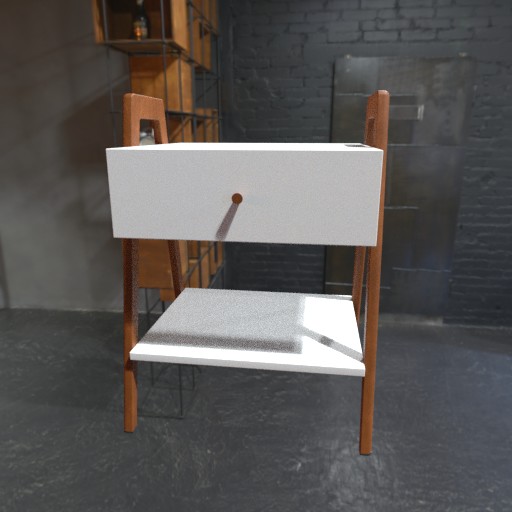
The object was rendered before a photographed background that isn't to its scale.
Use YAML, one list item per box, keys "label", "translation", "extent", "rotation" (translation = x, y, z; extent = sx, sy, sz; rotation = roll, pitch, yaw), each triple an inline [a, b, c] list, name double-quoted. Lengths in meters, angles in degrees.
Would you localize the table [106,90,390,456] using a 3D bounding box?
- label: "table"
  translation: [0.000, 0.000, 0.890]
  extent: [0.457, 0.610, 0.405]
  rotation: [2, 16, 8]
